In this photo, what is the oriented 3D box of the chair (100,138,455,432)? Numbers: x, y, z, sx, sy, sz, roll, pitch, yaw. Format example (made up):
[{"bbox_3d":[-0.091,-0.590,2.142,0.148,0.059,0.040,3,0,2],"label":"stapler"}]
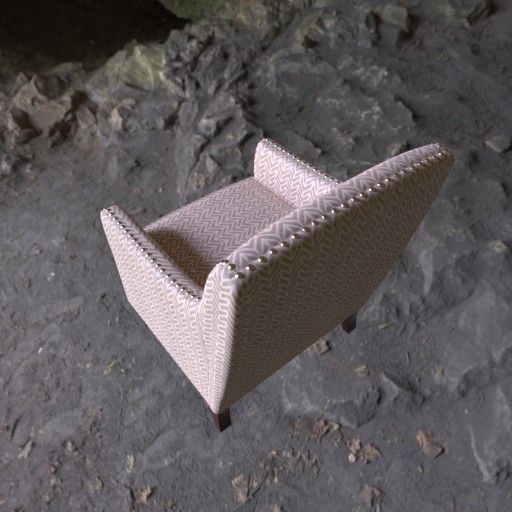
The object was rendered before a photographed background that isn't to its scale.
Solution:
[{"bbox_3d":[0.000,0.000,1.283,0.623,0.816,0.651,-30,53,-26],"label":"chair"}]
